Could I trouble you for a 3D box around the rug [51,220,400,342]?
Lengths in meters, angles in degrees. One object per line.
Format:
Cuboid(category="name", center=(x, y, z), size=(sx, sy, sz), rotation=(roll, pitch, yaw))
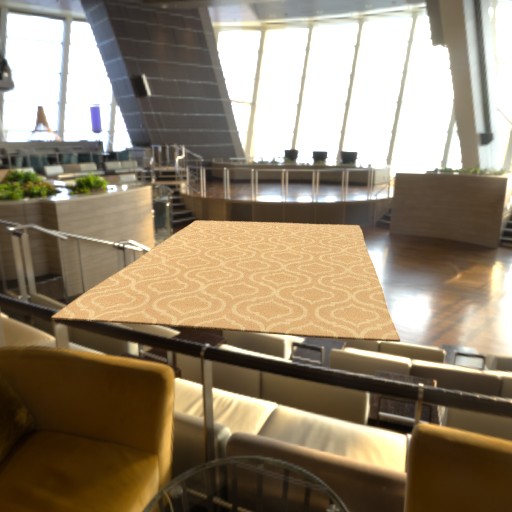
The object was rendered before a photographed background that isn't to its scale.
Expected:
Cuboid(category="rug", center=(0.000, 0.000, 2.242), size=(1.152, 0.013, 1.761), rotation=(2, 16, 8))
